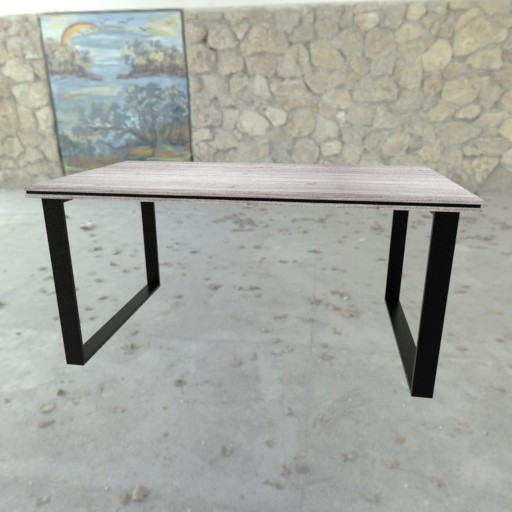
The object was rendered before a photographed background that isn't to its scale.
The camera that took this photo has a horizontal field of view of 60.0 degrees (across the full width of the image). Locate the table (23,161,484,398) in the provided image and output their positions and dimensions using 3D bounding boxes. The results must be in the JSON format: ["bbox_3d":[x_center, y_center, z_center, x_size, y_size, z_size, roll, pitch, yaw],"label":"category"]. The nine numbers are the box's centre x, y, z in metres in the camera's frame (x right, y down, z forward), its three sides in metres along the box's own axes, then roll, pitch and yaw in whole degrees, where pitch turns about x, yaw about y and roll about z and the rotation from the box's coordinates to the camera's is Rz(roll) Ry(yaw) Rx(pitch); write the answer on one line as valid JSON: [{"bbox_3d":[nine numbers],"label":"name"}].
[{"bbox_3d":[0.000,0.000,2.026,1.579,0.736,0.881,3,18,9],"label":"table"}]
